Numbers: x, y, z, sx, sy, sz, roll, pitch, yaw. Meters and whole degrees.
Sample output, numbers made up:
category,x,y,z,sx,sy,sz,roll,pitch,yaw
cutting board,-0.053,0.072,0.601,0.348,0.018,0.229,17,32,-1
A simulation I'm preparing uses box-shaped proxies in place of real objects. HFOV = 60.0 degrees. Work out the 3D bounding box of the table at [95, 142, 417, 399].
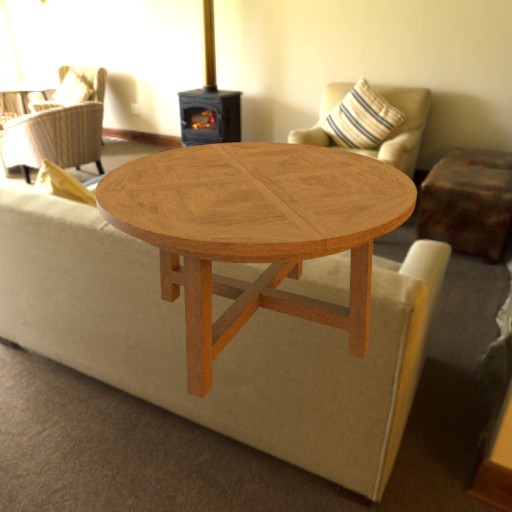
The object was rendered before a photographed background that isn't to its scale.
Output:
category,x,y,z,sx,sy,sz,roll,pitch,yaw
table,0.000,0.000,2.082,1.319,0.762,1.319,0,27,0
